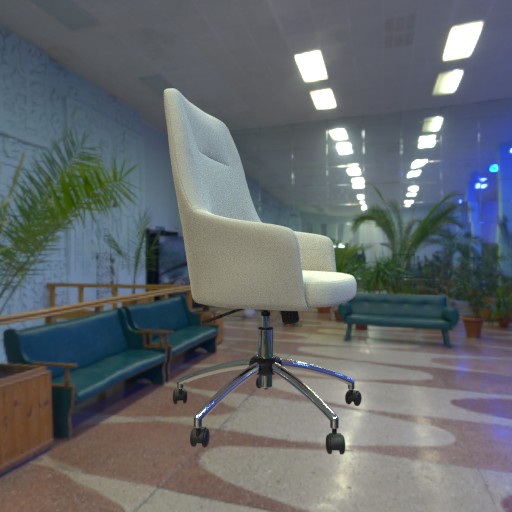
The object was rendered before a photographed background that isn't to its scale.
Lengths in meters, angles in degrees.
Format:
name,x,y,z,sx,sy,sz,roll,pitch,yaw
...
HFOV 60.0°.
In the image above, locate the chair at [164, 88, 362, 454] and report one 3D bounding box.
name,x,y,z,sx,sy,sz,roll,pitch,yaw
chair,0.000,0.000,1.464,0.640,1.049,0.620,0,0,19
